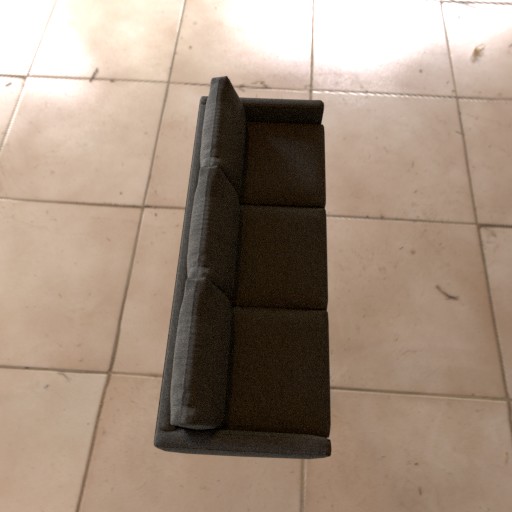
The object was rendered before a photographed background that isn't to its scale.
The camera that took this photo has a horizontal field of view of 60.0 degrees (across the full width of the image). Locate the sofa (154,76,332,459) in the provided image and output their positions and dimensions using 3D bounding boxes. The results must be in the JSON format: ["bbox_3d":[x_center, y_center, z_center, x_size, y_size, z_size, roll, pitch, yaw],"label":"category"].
[{"bbox_3d":[0.000,0.000,2.727,0.876,0.879,2.253,3,65,1],"label":"sofa"}]
